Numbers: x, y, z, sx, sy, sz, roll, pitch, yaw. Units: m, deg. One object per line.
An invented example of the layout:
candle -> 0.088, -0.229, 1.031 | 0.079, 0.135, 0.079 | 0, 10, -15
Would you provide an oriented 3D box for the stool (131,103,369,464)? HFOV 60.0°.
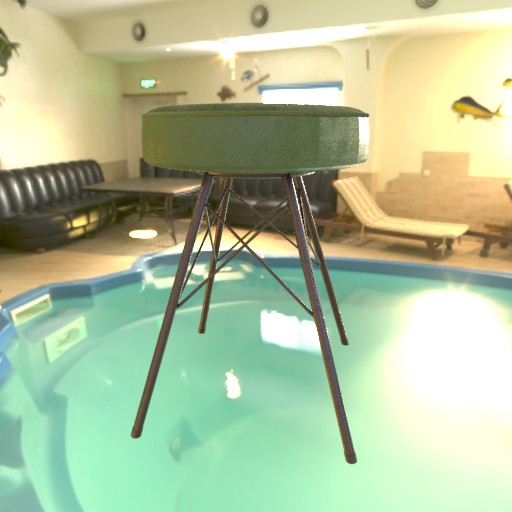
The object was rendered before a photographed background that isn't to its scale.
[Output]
stool -> 0.000, 0.000, 0.928 | 0.430, 0.595, 0.457 | 3, 17, 9
